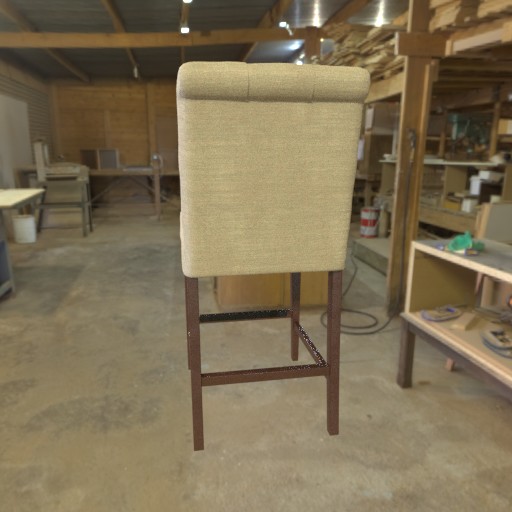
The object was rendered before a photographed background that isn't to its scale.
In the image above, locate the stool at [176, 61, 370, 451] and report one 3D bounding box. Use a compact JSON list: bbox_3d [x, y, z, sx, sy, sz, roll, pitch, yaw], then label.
[{"bbox_3d":[0.000,0.000,1.456,0.486,1.084,0.660,-2,14,-10],"label":"stool"}]
